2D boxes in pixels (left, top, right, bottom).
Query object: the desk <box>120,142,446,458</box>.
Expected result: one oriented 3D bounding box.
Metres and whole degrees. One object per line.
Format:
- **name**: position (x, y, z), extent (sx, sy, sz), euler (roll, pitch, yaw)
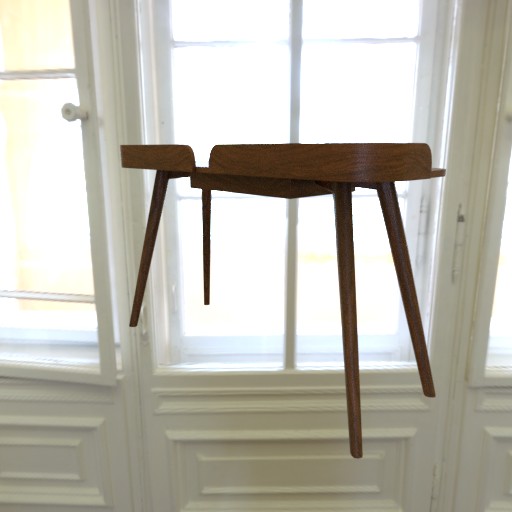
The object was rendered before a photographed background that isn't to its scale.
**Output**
- **desk**: position (0.000, 0.000, 1.641), extent (0.486, 0.800, 1.256), euler (-13, 19, -42)
